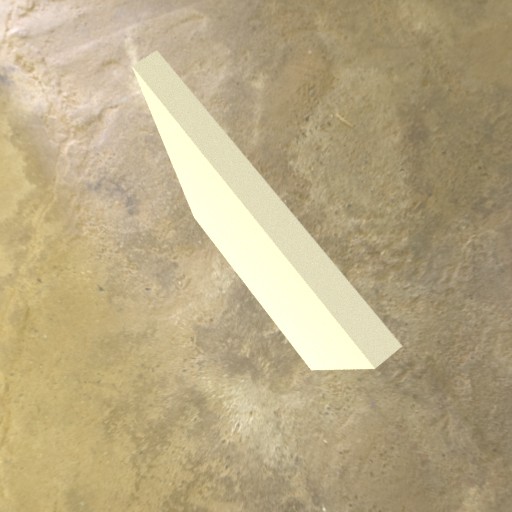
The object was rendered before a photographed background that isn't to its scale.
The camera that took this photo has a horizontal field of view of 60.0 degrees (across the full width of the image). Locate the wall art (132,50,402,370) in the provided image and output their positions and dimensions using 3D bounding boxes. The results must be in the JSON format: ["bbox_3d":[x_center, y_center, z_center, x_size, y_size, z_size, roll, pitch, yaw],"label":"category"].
[{"bbox_3d":[0.000,0.000,0.767,0.039,0.553,0.451,-36,78,-9],"label":"wall art"}]
